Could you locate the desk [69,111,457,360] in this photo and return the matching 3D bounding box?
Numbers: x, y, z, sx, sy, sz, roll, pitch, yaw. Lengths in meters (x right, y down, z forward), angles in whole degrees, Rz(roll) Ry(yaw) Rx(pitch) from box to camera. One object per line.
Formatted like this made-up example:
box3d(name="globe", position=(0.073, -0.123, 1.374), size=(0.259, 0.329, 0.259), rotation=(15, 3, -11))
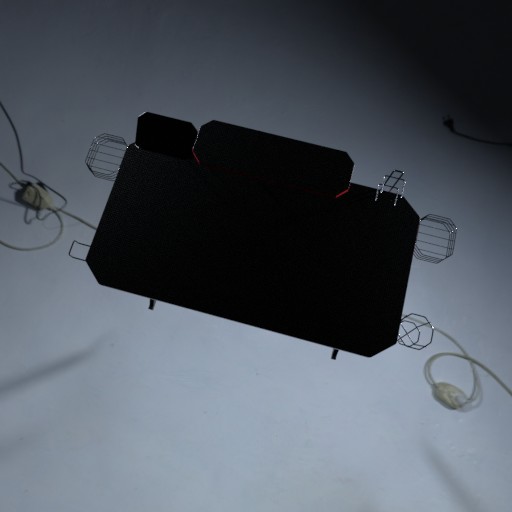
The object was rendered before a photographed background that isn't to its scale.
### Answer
box3d(name="desk", position=(0.000, 0.000, 1.748), size=(1.280, 0.913, 0.588), rotation=(15, 76, 4))
